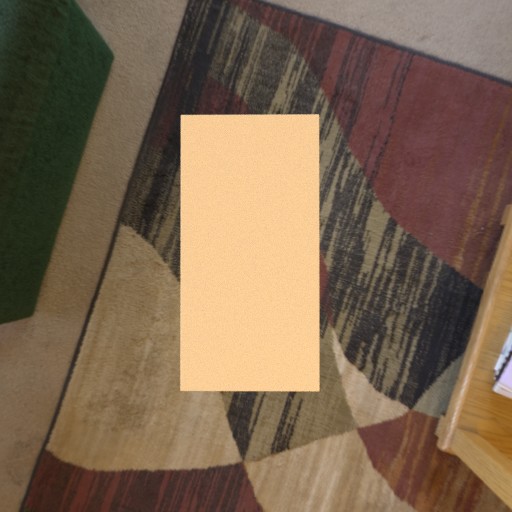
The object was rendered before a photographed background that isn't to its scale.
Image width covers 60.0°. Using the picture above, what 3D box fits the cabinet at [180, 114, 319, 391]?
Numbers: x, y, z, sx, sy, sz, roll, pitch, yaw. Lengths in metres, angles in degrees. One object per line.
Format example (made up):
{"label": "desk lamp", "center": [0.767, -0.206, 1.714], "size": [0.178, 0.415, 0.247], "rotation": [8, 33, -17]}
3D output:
{"label": "cabinet", "center": [0.000, 0.000, 2.122], "size": [0.390, 1.829, 0.754], "rotation": [0, 89, 1]}
